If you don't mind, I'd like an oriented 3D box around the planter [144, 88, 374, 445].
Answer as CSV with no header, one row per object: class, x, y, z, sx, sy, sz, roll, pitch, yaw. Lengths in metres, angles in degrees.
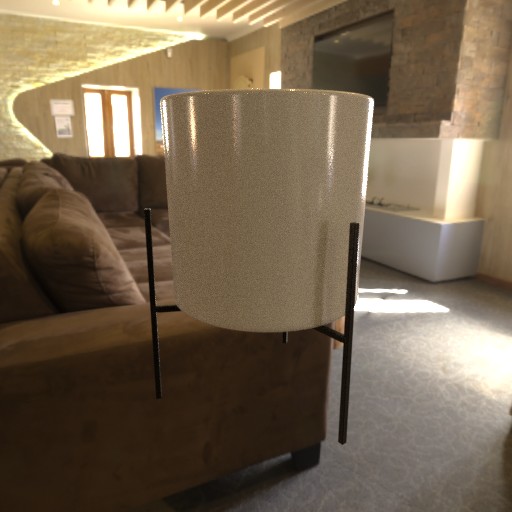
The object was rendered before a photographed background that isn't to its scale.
planter,0.000,0.000,0.645,0.308,0.431,0.307,-3,15,-10
